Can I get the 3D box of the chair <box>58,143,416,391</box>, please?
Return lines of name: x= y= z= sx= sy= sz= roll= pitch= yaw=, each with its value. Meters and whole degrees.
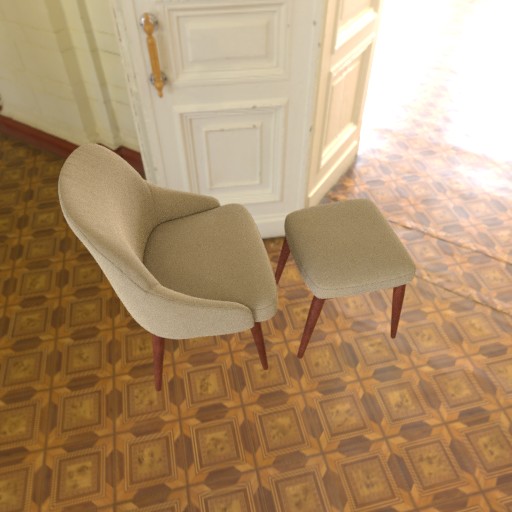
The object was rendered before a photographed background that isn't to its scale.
chair: x=0.000 y=0.000 z=1.609 sx=1.114 sy=0.866 sz=0.584 roll=-10 pitch=47 yaw=-9
